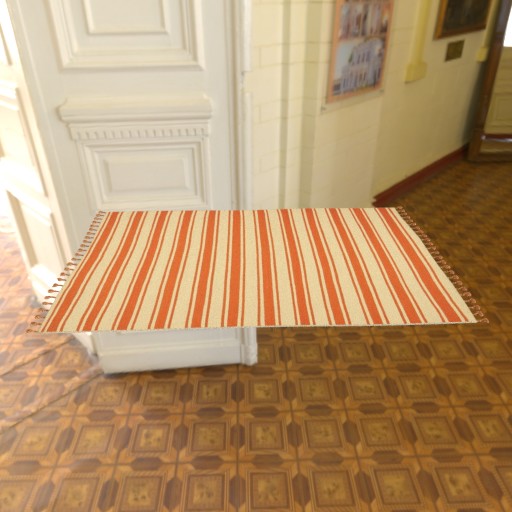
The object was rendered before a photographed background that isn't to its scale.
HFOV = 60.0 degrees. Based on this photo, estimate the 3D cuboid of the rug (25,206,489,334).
[{"bbox_3d":[0.000,0.000,2.495,2.092,0.017,1.232,-1,31,-2],"label":"rug"}]
